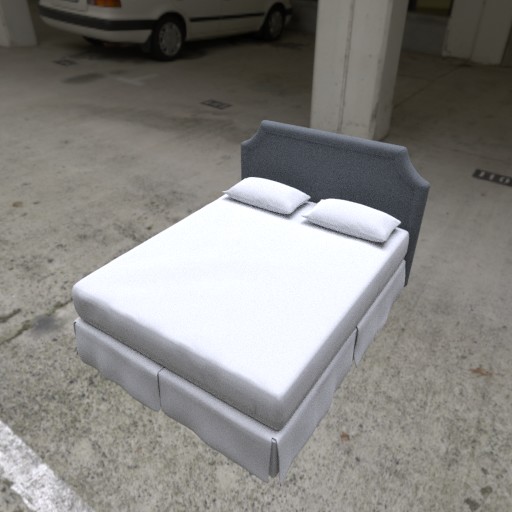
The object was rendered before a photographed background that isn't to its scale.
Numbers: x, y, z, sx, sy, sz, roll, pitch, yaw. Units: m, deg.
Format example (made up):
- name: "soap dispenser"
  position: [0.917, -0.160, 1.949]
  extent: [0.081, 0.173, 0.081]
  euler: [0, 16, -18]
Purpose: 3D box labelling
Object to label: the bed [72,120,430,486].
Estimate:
- name: "bed"
  position: [0.000, 0.000, 3.325]
  extent: [1.811, 1.296, 2.259]
  euler: [20, 38, 28]
